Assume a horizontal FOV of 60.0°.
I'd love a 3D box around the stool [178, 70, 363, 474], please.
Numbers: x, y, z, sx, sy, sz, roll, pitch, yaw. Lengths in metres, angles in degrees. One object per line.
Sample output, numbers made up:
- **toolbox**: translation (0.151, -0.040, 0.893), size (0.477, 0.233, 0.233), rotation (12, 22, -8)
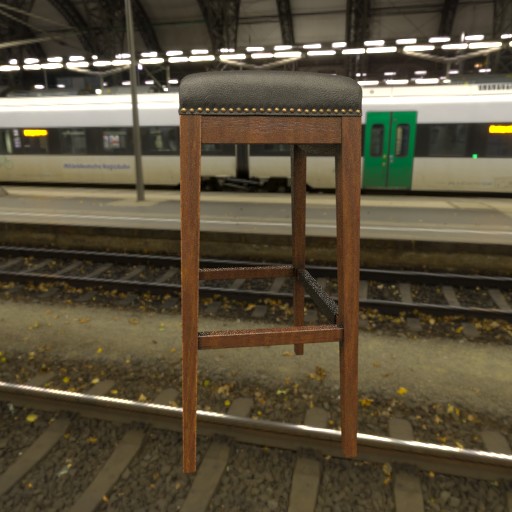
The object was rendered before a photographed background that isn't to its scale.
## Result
- **stool**: translation (0.000, 0.000, 1.056), size (0.361, 0.765, 0.500), rotation (-2, 14, -7)
